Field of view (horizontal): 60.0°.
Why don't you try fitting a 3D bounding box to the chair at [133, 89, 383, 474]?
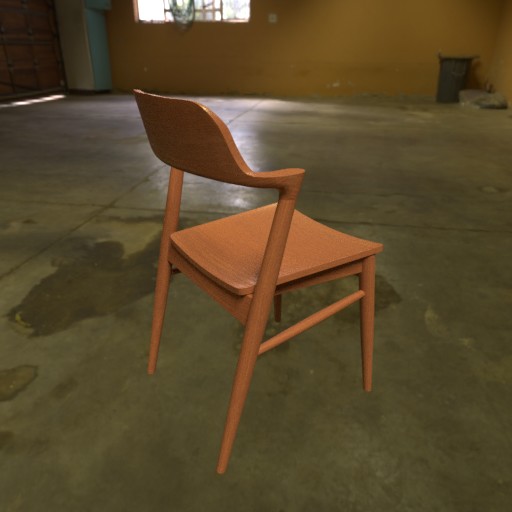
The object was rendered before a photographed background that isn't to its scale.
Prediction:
[{"bbox_3d":[0.000,0.000,1.126,0.499,0.801,0.496,-16,30,-31],"label":"chair"}]
